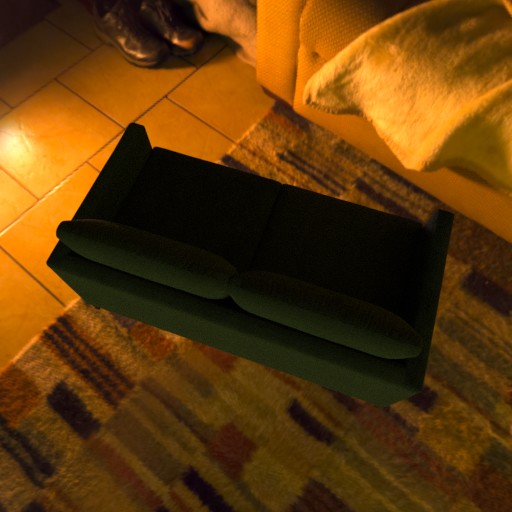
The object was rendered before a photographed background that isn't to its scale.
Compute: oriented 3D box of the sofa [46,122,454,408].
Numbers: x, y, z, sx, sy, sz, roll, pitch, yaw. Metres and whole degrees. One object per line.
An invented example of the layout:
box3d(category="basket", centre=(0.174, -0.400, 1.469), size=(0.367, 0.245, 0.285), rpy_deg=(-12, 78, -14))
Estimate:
box3d(category="sofa", centre=(0.000, 0.000, 2.170), size=(1.676, 0.817, 0.875), rpy_deg=(18, 66, 8))
